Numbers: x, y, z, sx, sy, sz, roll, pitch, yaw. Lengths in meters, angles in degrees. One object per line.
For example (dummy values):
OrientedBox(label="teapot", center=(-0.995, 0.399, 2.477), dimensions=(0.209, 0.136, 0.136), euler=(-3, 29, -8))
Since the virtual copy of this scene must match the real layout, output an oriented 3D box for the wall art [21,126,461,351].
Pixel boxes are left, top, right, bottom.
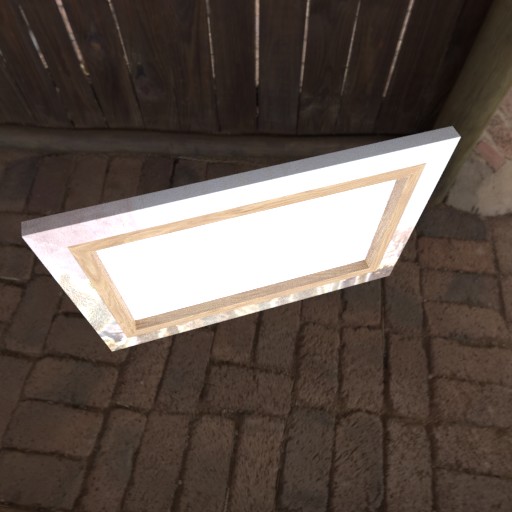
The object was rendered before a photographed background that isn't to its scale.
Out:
OrientedBox(label="wall art", center=(0.000, 0.000, 1.156), dimensions=(0.916, 0.608, 0.040), euler=(-14, 59, -9))
